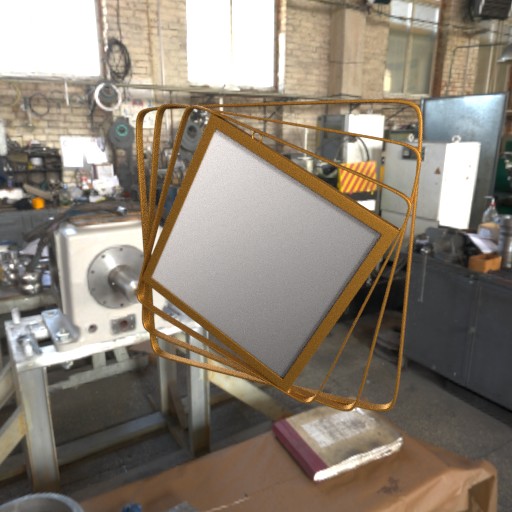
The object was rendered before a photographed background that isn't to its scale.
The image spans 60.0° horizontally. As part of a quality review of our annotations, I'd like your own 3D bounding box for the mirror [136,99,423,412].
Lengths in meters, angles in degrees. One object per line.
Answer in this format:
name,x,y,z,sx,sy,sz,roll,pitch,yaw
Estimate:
mirror,0.000,0.000,0.708,0.470,0.468,0.045,7,17,24
